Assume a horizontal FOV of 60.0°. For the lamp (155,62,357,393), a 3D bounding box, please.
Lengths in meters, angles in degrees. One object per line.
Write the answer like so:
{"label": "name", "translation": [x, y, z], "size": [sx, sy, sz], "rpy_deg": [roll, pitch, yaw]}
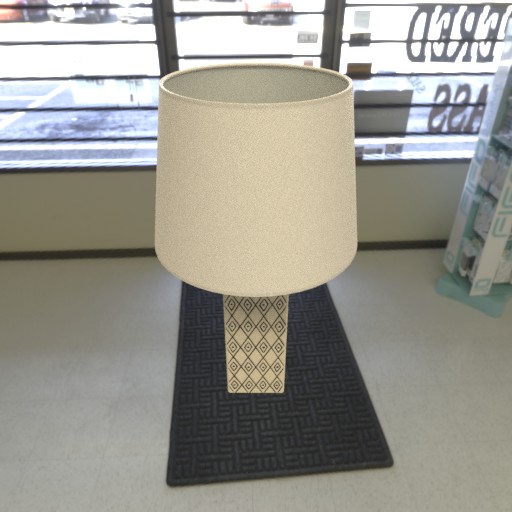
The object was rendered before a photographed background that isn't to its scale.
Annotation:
{"label": "lamp", "translation": [0.000, 0.000, 0.577], "size": [0.251, 0.435, 0.251], "rpy_deg": [0, 33, 0]}
